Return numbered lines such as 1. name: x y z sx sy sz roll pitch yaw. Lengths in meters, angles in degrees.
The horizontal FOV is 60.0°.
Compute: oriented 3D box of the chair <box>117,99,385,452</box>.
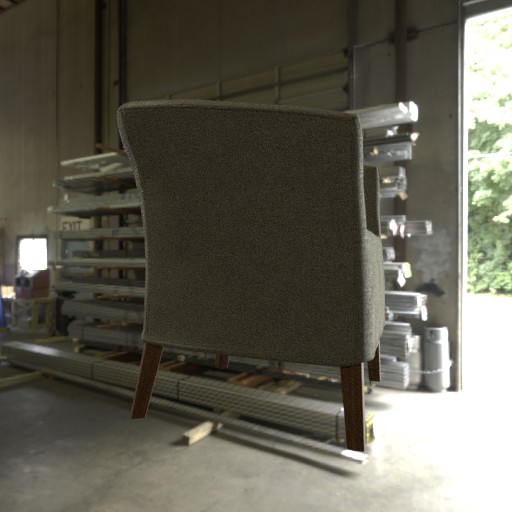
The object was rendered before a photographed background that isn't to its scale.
1. chair: 0.000 0.000 1.231 0.668 0.771 0.600 0 0 19
